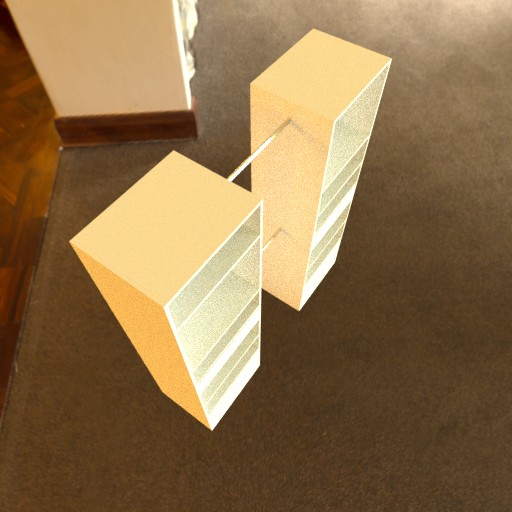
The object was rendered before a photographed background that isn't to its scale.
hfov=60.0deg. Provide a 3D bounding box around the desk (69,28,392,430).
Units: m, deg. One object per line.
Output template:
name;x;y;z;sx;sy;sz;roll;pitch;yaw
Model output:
desk;0.000;0.000;2.838;0.480;2.000;1.770;31;62;18
